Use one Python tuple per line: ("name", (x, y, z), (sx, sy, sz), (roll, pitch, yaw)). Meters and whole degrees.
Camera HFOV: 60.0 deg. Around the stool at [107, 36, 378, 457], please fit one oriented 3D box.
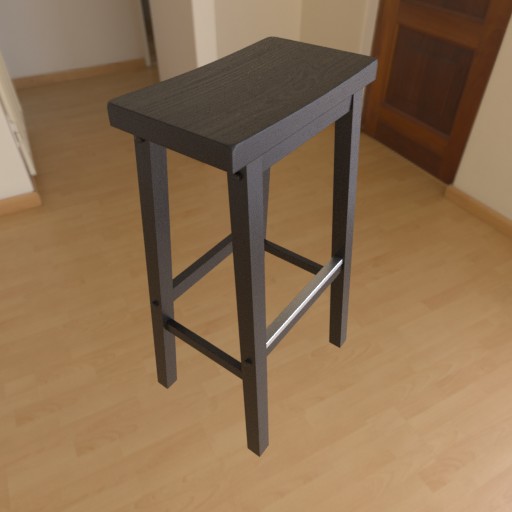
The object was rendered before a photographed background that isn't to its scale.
("stool", (0.000, 0.000, 0.937), (0.322, 0.742, 0.406), (26, 47, 27))
